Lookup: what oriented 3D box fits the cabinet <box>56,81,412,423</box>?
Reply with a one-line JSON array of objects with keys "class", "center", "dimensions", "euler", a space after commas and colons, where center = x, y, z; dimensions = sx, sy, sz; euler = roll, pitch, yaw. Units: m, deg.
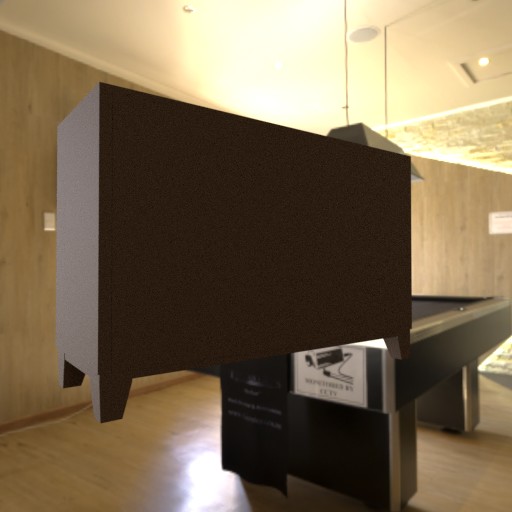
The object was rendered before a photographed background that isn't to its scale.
[{"class": "cabinet", "center": [0.000, 0.000, 1.787], "dimensions": [1.396, 0.914, 0.482], "euler": [1, -1, -36]}]
